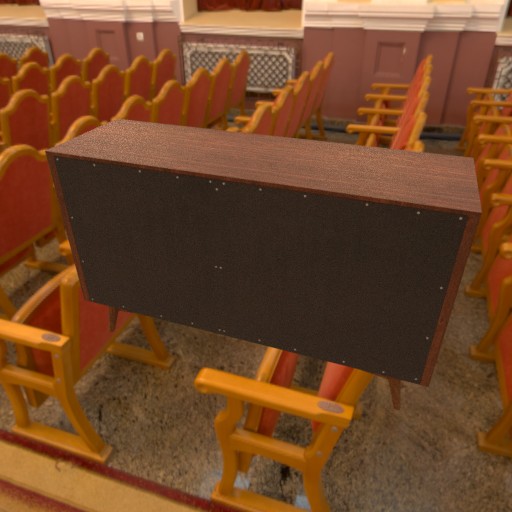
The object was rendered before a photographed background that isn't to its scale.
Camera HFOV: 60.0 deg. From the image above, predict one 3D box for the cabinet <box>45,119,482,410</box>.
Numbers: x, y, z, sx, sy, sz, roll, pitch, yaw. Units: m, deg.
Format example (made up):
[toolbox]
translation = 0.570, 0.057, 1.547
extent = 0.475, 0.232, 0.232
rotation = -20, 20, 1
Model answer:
[cabinet]
translation = 0.000, 0.000, 1.964
extent = 1.575, 0.940, 0.505
rotation = 11, 34, 17
